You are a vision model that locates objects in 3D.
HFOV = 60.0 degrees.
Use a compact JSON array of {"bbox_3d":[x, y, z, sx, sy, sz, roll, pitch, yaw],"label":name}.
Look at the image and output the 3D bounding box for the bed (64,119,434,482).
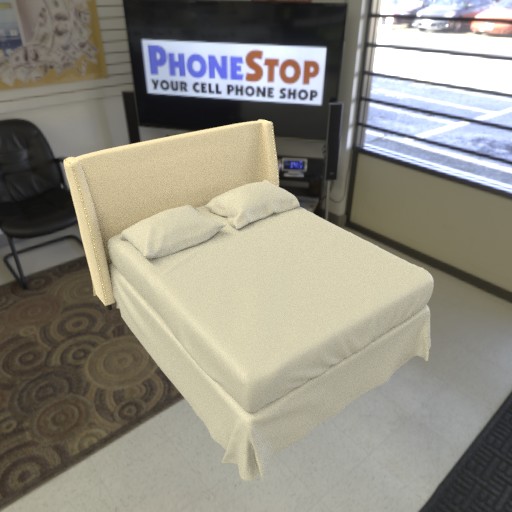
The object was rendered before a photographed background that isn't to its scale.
[{"bbox_3d":[0.000,0.000,3.349,1.925,1.332,2.276,-22,38,-31],"label":"bed"}]
